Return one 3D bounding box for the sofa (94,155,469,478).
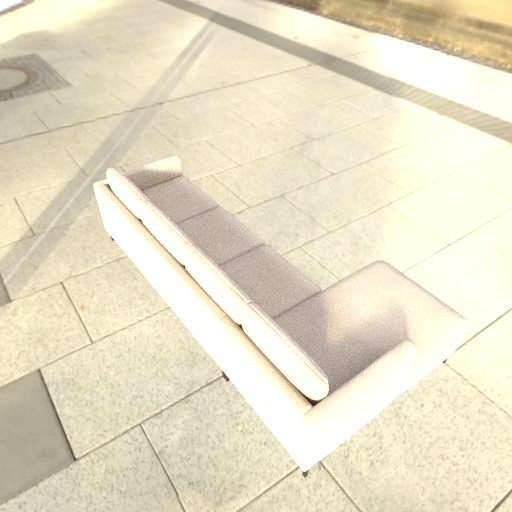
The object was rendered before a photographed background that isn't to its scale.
[{"bbox_3d":[0.000,0.000,3.554,1.469,0.816,2.923,-27,48,-27],"label":"sofa"}]
